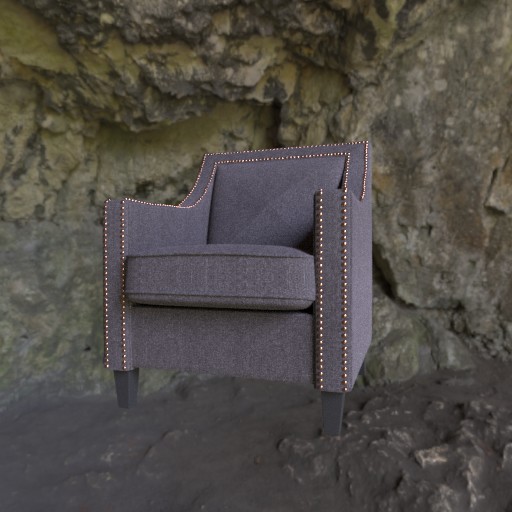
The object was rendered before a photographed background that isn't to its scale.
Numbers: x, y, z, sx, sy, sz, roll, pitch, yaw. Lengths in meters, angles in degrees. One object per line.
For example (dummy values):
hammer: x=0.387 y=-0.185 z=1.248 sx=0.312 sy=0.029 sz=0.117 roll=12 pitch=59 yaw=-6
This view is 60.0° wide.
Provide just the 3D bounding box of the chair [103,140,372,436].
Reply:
chair: x=0.000 y=0.000 z=1.622 sx=0.776 sy=0.967 sz=0.884 roll=0 pitch=0 yaw=19
